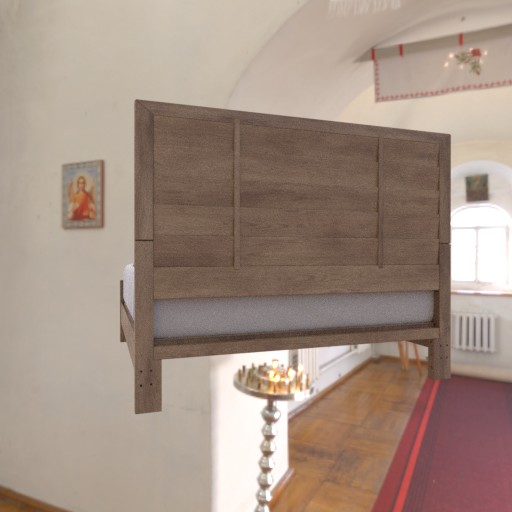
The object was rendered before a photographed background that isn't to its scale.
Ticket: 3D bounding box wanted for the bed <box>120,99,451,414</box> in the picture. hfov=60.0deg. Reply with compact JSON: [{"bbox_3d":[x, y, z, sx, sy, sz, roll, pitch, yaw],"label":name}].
[{"bbox_3d":[0.000,0.000,3.585,2.032,1.626,2.062,0,0,-19],"label":"bed"}]
